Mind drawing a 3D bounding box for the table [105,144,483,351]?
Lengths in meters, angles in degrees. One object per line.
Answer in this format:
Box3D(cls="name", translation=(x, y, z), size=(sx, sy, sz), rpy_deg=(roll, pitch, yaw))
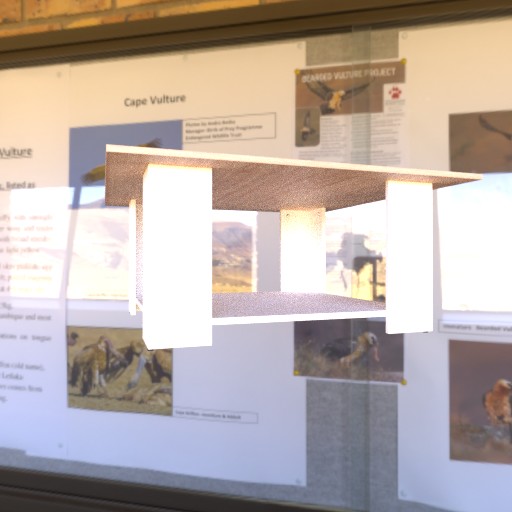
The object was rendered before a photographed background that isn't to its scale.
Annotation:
Box3D(cls="table", translation=(0.000, 0.000, 1.038), size=(0.670, 0.305, 0.670), rpy_deg=(0, 0, -19))
